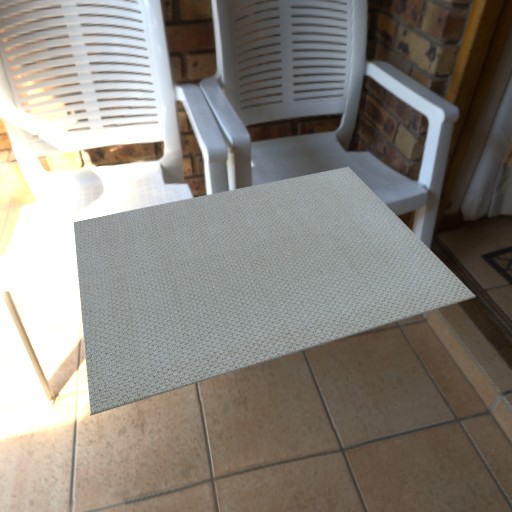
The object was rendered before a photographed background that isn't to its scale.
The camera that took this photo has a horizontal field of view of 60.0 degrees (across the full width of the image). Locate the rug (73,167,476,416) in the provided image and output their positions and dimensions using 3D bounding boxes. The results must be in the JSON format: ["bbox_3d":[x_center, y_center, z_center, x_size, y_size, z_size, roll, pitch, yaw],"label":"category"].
[{"bbox_3d":[0.000,0.000,2.805,2.144,0.013,1.509,-14,44,-15],"label":"rug"}]
